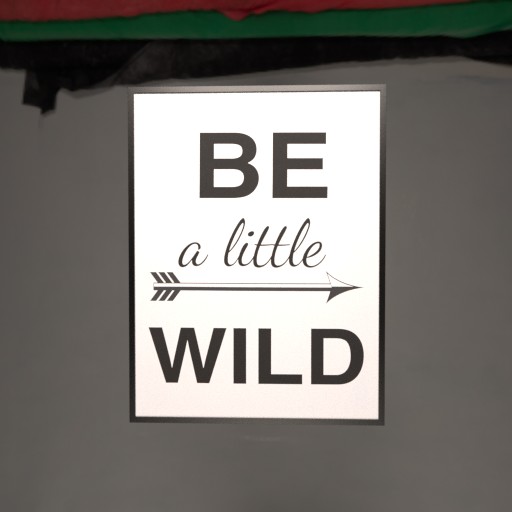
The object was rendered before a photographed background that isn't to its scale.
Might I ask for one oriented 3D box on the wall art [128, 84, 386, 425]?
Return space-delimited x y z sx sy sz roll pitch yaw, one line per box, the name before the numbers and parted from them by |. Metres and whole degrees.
wall art | 0.000 0.000 0.769 0.442 0.582 0.013 0 1 2
